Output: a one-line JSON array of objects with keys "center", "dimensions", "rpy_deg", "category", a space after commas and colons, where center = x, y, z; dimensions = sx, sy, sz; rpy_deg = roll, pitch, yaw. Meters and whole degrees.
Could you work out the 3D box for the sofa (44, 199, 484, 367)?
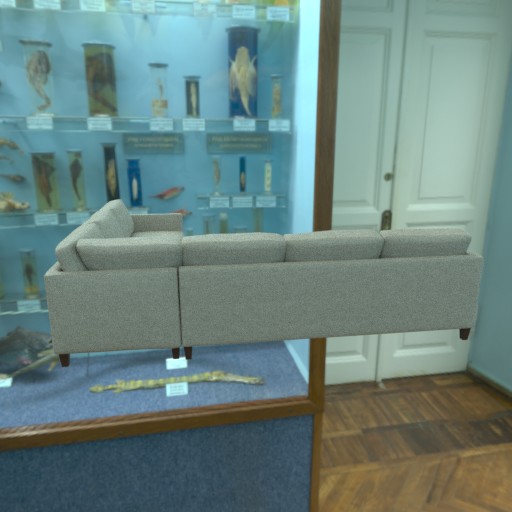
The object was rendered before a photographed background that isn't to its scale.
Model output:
[{"center": [0.000, 0.000, 4.484], "dimensions": [3.333, 0.934, 2.522], "rpy_deg": [-2, 15, -8], "category": "sofa"}]
